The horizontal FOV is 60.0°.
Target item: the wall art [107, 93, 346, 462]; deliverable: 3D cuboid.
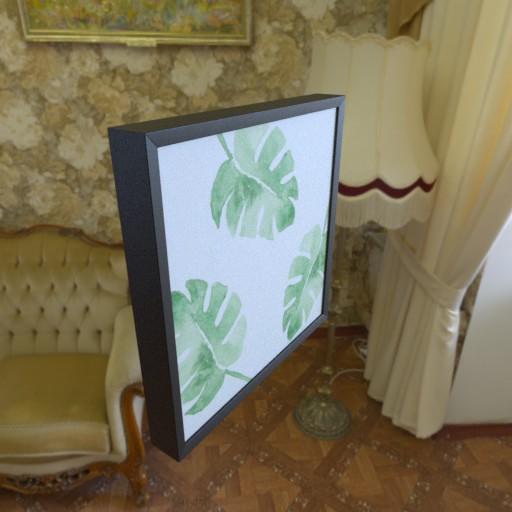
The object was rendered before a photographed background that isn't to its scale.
[{"bbox_3d":[0.000,0.000,0.474,0.038,0.304,0.304,17,30,32],"label":"wall art"}]
